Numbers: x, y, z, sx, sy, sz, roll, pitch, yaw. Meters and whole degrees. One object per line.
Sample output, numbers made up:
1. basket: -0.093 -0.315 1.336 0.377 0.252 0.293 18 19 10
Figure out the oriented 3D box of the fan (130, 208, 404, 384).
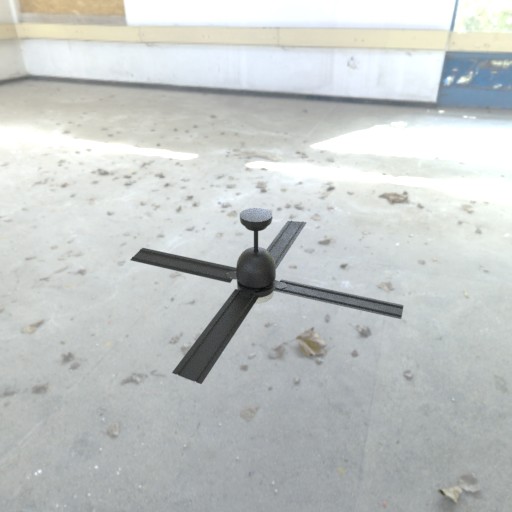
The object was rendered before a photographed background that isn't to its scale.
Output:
1. fan: 0.000 0.000 1.996 1.319 0.410 1.319 10 32 17
